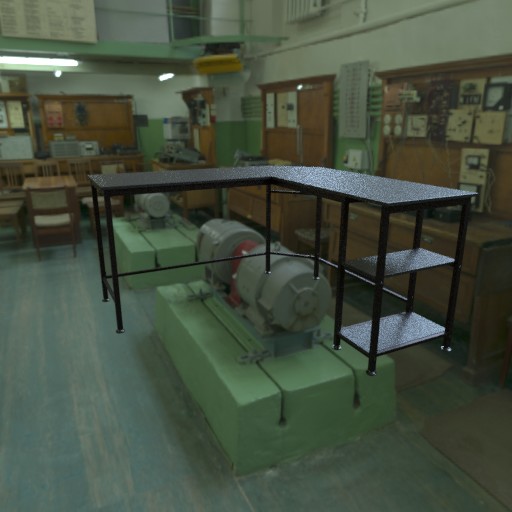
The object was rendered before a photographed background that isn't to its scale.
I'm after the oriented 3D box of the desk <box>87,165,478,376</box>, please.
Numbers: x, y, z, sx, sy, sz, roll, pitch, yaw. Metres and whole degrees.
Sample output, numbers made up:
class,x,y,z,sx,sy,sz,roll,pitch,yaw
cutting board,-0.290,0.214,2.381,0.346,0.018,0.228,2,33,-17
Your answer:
class,x,y,z,sx,sy,sz,roll,pitch,yaw
desk,0.000,0.000,2.249,1.379,0.739,1.379,-9,19,-26
